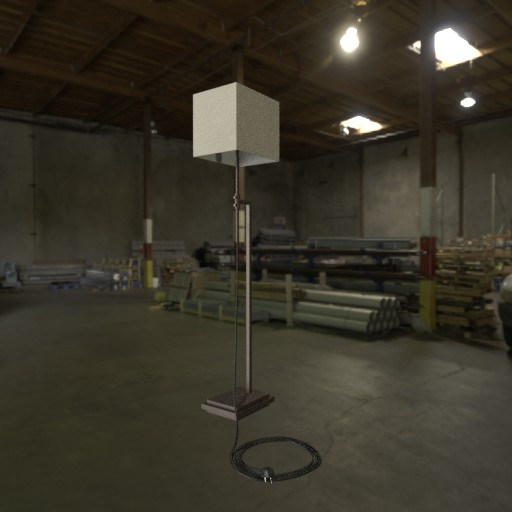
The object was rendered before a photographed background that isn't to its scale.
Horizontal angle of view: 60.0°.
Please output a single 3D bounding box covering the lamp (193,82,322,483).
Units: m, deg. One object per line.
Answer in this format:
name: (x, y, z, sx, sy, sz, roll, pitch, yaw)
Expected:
lamp: (0.000, 0.000, 1.998, 0.774, 1.600, 0.698, 1, 1, 37)
